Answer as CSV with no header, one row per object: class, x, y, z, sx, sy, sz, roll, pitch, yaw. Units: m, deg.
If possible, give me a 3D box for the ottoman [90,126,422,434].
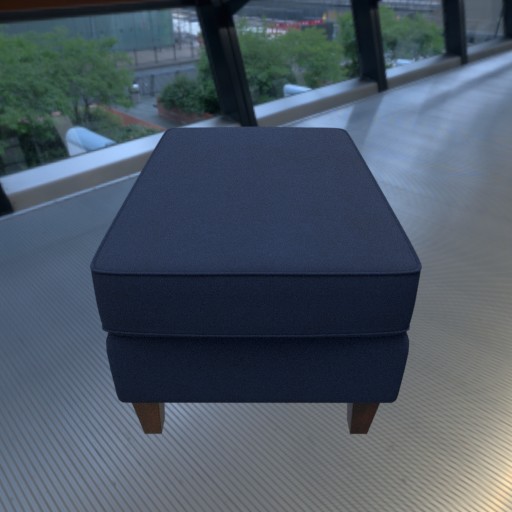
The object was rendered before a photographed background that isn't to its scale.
ottoman,0.000,0.000,1.389,0.686,0.584,0.965,0,33,0
